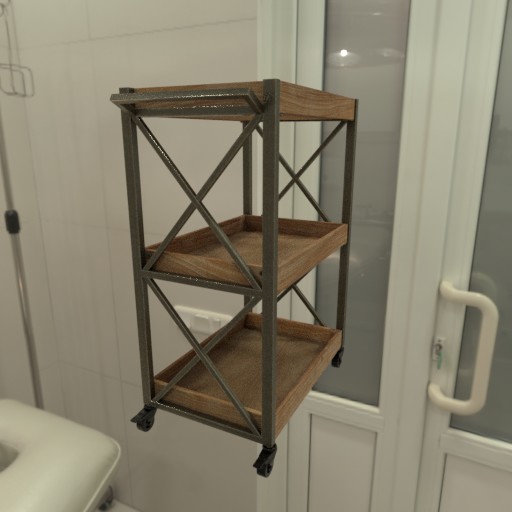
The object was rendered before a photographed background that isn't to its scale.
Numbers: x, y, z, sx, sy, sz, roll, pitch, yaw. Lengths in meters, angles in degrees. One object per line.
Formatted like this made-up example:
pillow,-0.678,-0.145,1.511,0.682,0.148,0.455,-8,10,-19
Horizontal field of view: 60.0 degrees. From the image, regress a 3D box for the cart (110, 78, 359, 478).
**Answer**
cart,0.000,0.000,1.214,0.377,0.835,0.673,8,17,26
